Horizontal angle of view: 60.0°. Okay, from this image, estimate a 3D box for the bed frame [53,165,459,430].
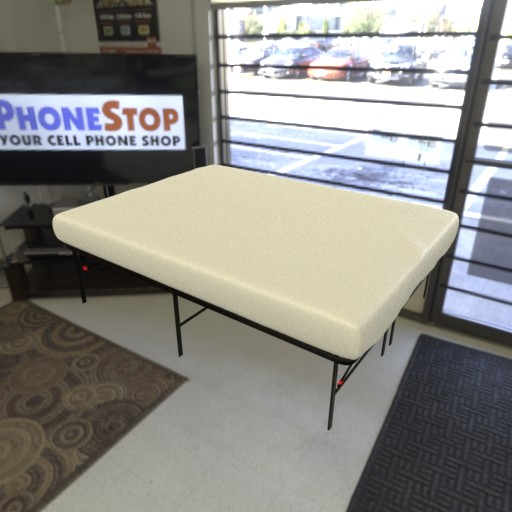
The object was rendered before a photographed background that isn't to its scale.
[{"bbox_3d":[0.000,0.000,2.930,2.151,0.667,1.584,18,31,32],"label":"bed frame"}]
